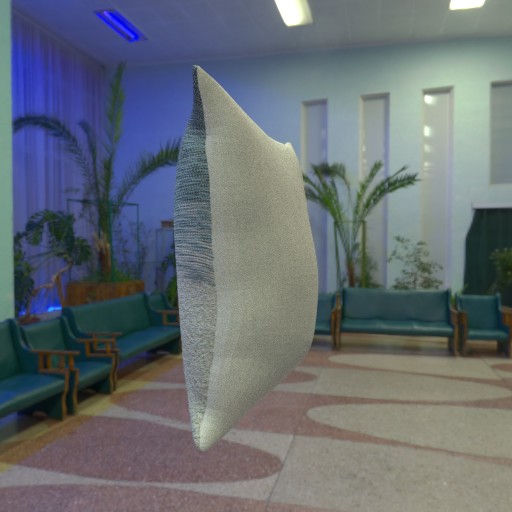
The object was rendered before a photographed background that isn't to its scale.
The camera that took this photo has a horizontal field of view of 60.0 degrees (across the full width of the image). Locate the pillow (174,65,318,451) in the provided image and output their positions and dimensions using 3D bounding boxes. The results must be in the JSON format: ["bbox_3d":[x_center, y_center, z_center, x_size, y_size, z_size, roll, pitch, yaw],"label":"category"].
[{"bbox_3d":[0.000,0.000,0.693,0.182,0.441,0.440,0,1,18],"label":"pillow"}]
